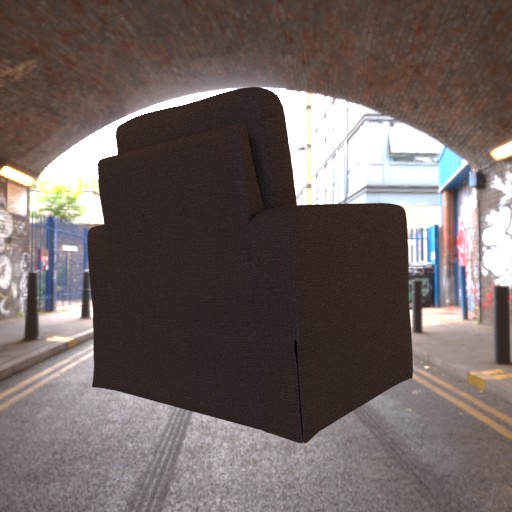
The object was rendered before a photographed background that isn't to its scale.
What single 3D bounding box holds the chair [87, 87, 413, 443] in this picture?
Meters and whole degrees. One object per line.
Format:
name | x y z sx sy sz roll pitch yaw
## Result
chair | 0.000 0.000 1.486 0.798 0.855 0.863 -1 -2 37
